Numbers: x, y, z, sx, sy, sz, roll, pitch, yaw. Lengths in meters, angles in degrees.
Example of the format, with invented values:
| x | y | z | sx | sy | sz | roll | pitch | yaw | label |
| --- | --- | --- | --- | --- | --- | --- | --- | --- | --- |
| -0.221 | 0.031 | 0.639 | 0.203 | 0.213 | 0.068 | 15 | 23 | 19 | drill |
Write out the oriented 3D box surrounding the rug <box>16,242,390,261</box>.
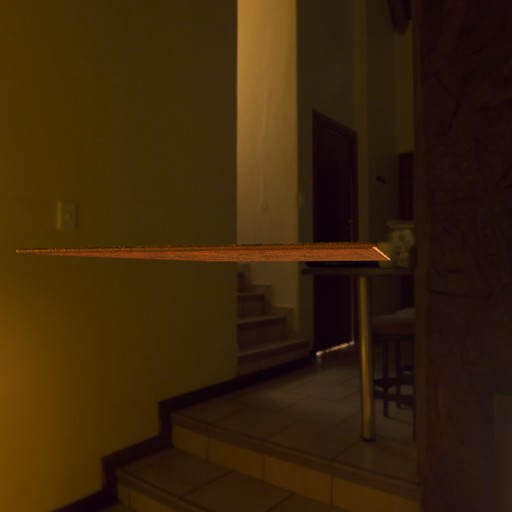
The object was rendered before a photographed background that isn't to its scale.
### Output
| x | y | z | sx | sy | sz | roll | pitch | yaw | label |
| --- | --- | --- | --- | --- | --- | --- | --- | --- | --- |
| 0.000 | 0.000 | 2.824 | 1.588 | 0.024 | 2.204 | -1 | -2 | 18 | rug |
